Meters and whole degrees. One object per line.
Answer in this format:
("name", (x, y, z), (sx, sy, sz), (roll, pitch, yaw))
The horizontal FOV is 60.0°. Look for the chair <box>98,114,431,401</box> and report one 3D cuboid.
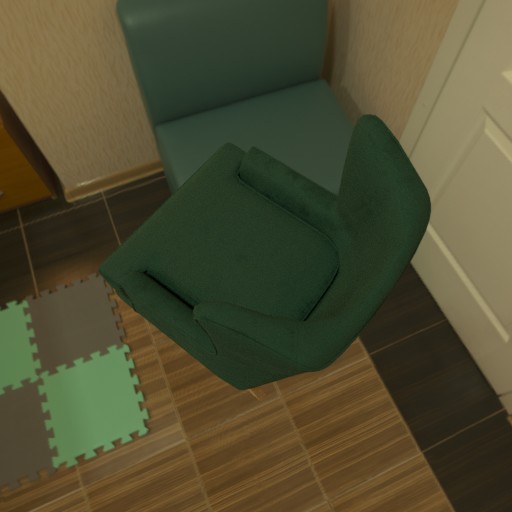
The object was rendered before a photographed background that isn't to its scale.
("chair", (0.000, 0.000, 1.611), (0.910, 0.952, 0.793), (34, 68, 16))
